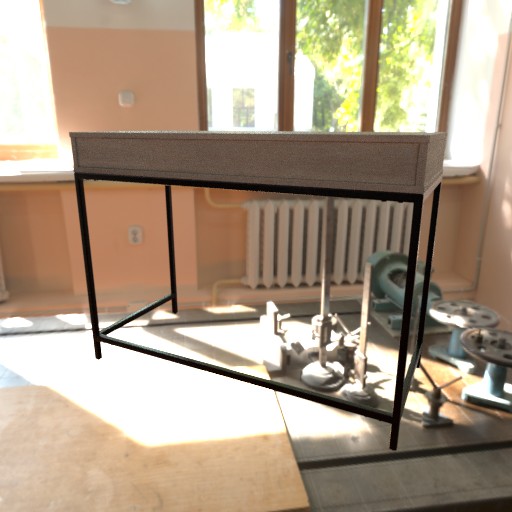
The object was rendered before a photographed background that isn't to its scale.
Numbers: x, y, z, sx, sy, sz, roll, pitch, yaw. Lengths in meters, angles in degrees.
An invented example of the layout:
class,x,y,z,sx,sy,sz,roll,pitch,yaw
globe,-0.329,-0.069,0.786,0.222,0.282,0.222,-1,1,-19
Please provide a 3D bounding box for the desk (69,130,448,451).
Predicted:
class,x,y,z,sx,sy,sz,roll,pitch,yaw
desk,0.000,0.000,1.415,1.016,0.762,0.470,8,18,25
